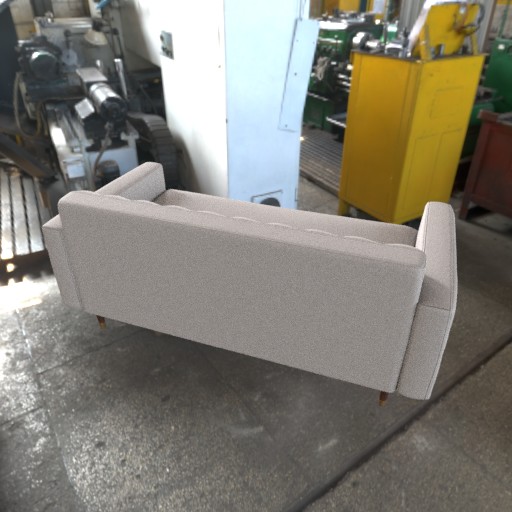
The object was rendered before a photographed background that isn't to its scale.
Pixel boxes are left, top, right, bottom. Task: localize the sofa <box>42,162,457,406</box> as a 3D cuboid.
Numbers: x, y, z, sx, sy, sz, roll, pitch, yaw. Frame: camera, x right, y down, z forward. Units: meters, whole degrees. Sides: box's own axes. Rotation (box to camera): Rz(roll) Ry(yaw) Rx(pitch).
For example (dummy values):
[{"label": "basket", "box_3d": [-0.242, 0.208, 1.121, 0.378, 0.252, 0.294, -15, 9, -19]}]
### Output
[{"label": "sofa", "box_3d": [0.000, 0.000, 2.359, 1.895, 0.814, 0.969, 11, 34, 17]}]
